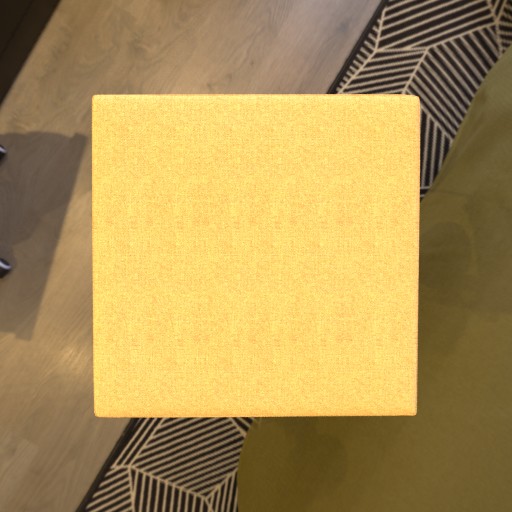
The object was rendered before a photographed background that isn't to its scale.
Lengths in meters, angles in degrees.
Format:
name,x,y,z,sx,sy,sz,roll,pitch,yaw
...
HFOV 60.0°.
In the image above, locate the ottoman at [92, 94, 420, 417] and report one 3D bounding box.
name,x,y,z,sx,sy,sz,roll,pitch,yaw
ottoman,0.000,0.000,1.470,0.981,0.378,0.970,0,91,-1
